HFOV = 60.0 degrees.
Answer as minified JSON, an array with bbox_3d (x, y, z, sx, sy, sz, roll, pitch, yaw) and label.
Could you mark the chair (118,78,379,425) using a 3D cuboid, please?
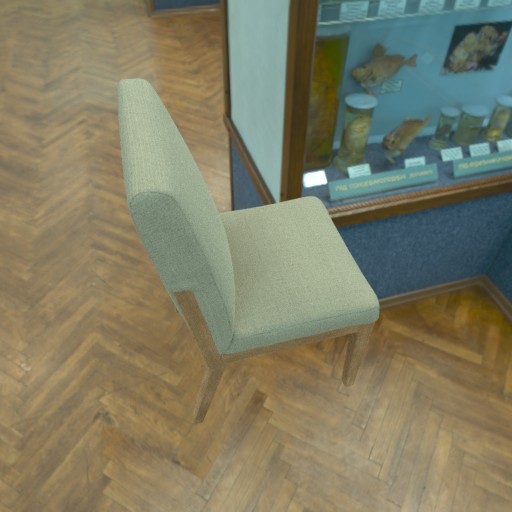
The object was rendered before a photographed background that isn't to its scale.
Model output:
[{"bbox_3d":[0.000,0.000,1.273,0.586,0.911,0.507,-10,47,-10],"label":"chair"}]
